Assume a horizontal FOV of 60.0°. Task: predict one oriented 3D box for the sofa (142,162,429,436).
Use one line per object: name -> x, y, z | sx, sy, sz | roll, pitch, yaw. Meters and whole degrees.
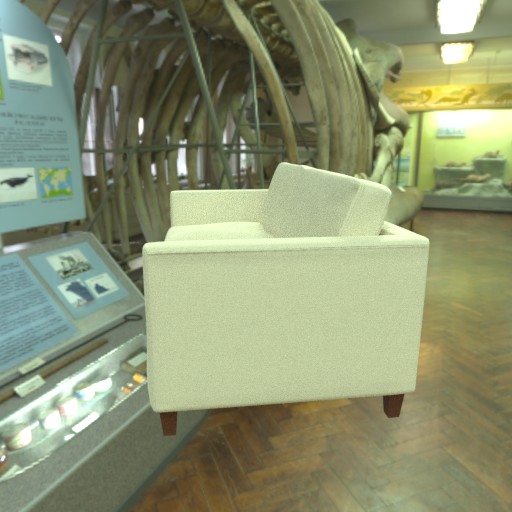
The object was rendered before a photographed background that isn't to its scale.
sofa -> 0.000, 0.000, 2.250 | 0.964, 0.888, 1.702 | -2, 14, -7
